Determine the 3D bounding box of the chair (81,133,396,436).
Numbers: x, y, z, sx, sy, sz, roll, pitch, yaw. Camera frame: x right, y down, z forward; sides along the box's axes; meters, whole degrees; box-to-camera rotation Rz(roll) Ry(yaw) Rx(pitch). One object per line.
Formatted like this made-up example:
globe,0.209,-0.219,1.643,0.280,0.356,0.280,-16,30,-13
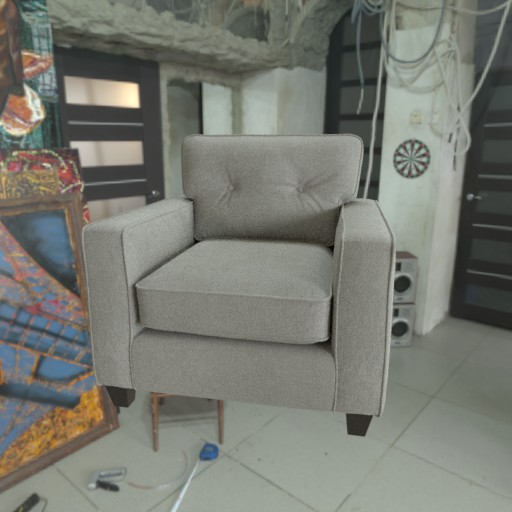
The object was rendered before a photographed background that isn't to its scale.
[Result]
chair,0.000,0.000,1.801,1.015,0.965,0.939,3,15,11
